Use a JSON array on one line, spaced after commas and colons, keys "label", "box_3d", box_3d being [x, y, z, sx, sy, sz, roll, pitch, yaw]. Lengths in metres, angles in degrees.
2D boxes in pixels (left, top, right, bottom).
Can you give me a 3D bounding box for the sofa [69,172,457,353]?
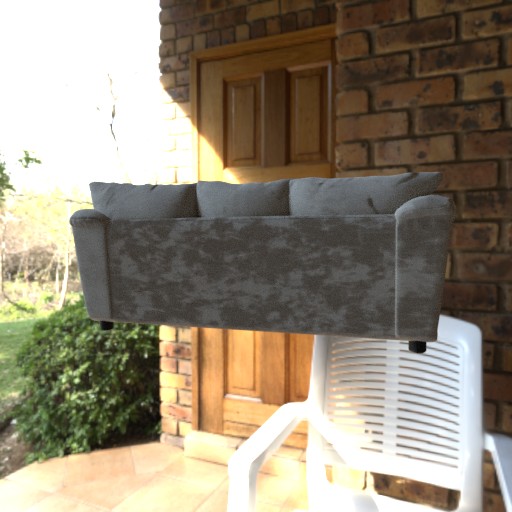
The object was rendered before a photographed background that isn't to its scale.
[{"label": "sofa", "box_3d": [0.000, 0.000, 2.874, 2.377, 0.981, 0.893, 1, 2, 18]}]
